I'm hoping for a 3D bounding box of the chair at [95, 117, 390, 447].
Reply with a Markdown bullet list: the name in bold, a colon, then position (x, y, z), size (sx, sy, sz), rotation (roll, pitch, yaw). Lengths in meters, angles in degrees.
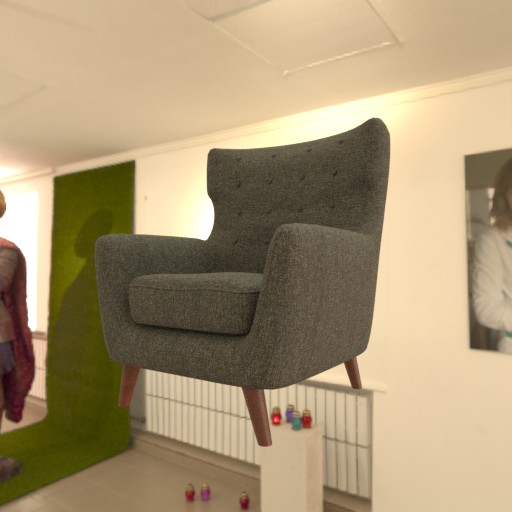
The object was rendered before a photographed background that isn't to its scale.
- **chair**: position (0.000, 0.000, 1.732), size (0.878, 1.063, 0.904), rotation (-1, -1, 34)
